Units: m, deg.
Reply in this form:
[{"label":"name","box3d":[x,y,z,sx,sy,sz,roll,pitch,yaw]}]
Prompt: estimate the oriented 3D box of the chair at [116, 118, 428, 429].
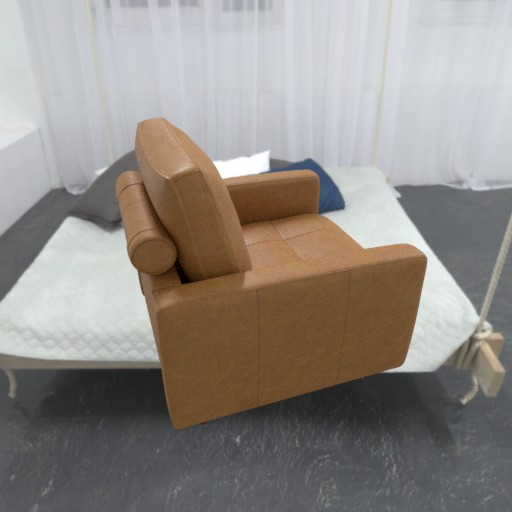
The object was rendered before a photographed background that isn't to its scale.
[{"label":"chair","box3d":[0.000,0.000,1.572,0.868,0.896,0.831,-10,32,-17]}]
